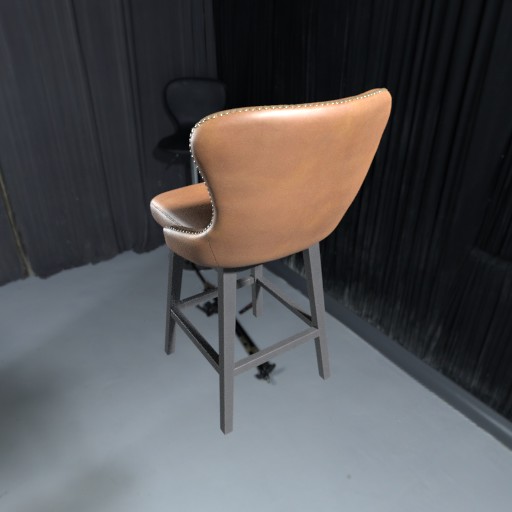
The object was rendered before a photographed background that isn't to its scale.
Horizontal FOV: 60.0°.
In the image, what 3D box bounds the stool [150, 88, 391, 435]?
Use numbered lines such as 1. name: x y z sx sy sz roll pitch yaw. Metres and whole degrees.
1. stool: 0.000 0.000 1.303 0.528 0.971 0.593 -19 35 -29
